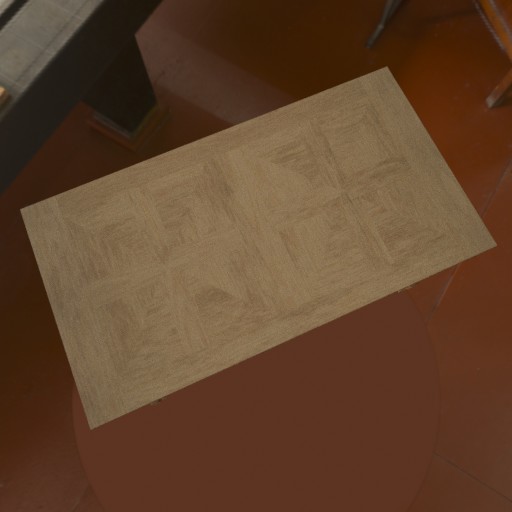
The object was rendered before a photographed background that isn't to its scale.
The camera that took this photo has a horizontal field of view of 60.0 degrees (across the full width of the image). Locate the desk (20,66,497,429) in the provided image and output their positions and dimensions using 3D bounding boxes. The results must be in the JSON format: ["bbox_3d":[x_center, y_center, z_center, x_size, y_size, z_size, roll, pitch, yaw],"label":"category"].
[{"bbox_3d":[0.000,0.000,1.944,1.499,0.762,0.813,-23,76,-6],"label":"desk"}]
